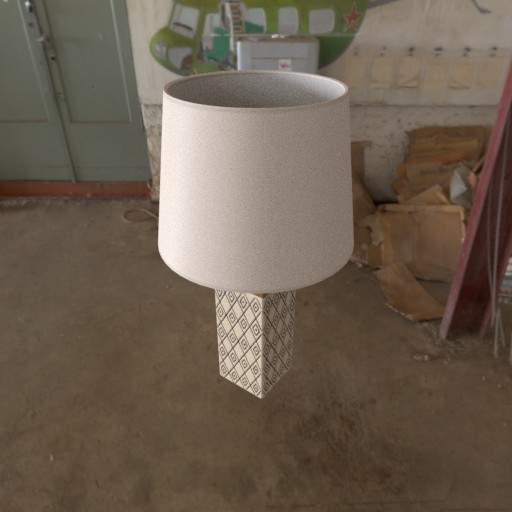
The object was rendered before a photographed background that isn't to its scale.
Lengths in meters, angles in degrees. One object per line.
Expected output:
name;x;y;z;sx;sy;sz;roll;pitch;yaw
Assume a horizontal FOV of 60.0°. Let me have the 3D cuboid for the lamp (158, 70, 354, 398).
lamp;0.000;0.000;0.596;0.251;0.435;0.251;0;32;0
